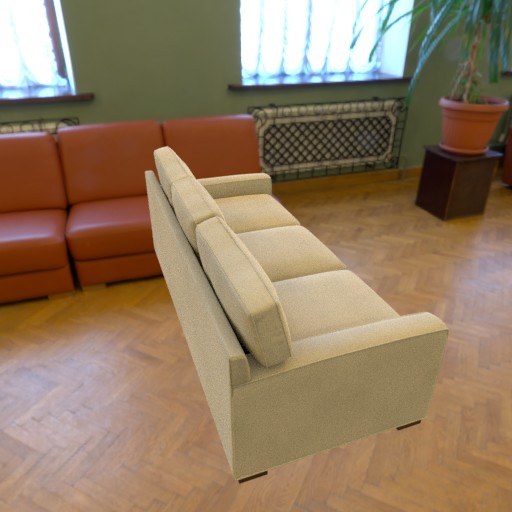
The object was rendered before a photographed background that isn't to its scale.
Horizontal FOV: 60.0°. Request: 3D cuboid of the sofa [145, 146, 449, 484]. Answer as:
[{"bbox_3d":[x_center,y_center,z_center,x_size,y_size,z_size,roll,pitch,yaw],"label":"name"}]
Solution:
[{"bbox_3d":[0.000,0.000,2.559,0.935,0.862,2.088,-10,31,-17],"label":"sofa"}]
